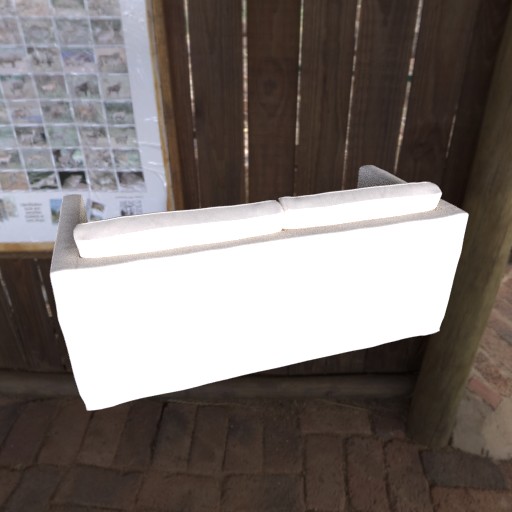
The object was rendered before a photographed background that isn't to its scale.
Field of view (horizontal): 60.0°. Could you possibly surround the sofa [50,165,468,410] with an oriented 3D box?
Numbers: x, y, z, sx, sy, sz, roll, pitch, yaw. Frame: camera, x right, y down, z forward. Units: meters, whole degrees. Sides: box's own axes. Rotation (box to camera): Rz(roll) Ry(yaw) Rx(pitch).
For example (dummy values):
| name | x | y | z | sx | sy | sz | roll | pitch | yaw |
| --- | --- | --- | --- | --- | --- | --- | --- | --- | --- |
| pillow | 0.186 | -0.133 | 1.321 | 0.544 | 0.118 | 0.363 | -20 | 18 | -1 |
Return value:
| name | x | y | z | sx | sy | sz | roll | pitch | yaw |
| --- | --- | --- | --- | --- | --- | --- | --- | --- | --- |
| sofa | 0.000 | 0.000 | 2.467 | 1.987 | 0.870 | 0.940 | -9 | 29 | -16 |
